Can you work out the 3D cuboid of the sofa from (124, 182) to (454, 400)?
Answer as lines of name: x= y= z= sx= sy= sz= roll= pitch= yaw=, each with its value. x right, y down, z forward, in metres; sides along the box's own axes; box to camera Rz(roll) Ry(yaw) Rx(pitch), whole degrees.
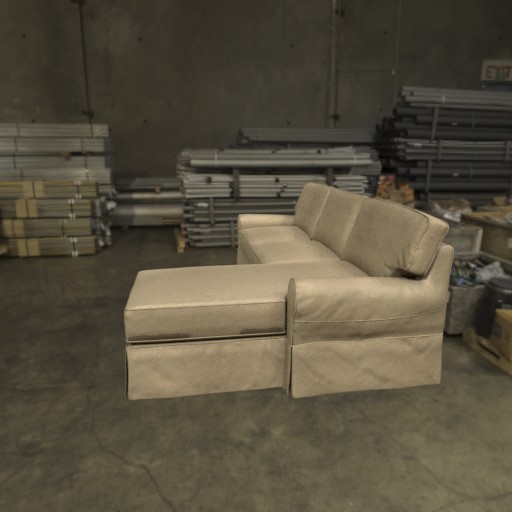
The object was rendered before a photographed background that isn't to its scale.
sofa: x=0.000 y=0.000 z=3.381 sx=1.733 sy=0.978 sz=2.475 roll=-2 pitch=14 yaw=-9
